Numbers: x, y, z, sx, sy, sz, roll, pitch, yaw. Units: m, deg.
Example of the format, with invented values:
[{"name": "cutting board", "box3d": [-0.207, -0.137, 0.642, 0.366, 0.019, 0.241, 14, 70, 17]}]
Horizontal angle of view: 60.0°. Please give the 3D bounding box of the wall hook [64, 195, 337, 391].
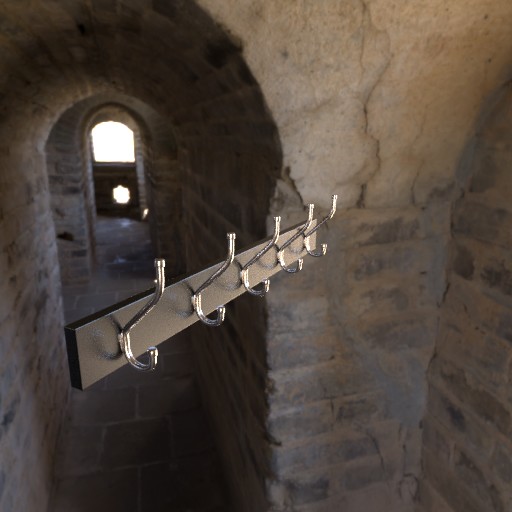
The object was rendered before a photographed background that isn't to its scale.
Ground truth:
[{"name": "wall hook", "box3d": [0.000, 0.000, 0.611, 0.071, 0.117, 0.571, 8, 18, 27]}]
